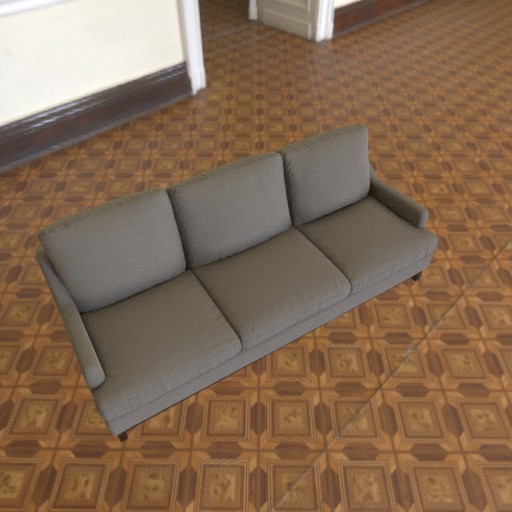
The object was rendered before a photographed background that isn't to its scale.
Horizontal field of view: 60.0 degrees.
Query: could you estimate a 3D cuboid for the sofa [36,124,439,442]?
[{"bbox_3d":[0.000,0.000,2.788,2.344,0.926,0.987,-24,50,-22],"label":"sofa"}]
